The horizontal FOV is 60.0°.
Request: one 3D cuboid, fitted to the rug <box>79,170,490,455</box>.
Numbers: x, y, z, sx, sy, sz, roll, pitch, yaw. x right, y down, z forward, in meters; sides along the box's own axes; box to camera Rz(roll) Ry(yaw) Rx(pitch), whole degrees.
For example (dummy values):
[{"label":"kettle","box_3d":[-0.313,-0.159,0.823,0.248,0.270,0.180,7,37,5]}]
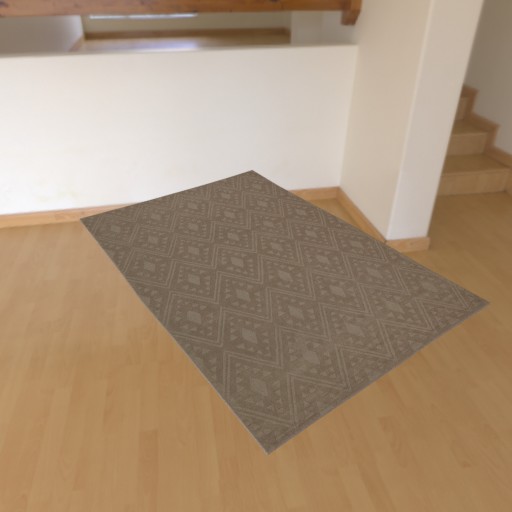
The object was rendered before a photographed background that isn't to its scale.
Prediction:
[{"label":"rug","box_3d":[0.000,0.000,2.278,1.252,0.034,1.829,-22,39,-29]}]
